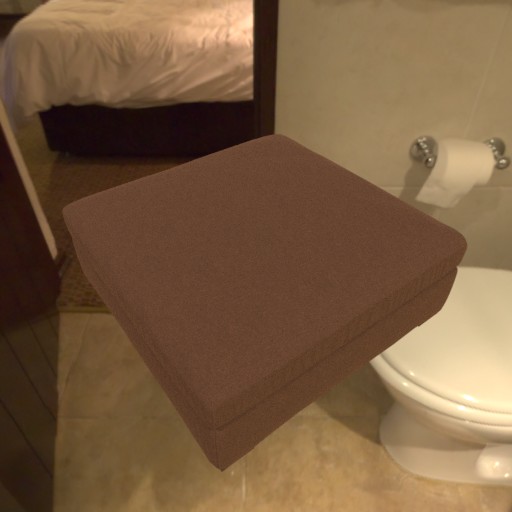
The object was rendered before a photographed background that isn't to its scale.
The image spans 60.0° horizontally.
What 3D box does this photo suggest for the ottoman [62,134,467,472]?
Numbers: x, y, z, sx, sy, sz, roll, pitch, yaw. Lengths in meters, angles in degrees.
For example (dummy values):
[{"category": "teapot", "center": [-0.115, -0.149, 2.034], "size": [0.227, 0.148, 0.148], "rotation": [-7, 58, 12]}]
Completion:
[{"category": "ottoman", "center": [0.000, 0.000, 1.858], "size": [1.181, 0.470, 1.181], "rotation": [-26, 47, -27]}]
